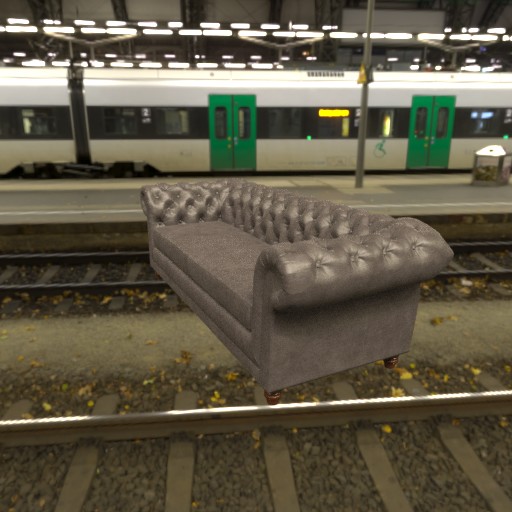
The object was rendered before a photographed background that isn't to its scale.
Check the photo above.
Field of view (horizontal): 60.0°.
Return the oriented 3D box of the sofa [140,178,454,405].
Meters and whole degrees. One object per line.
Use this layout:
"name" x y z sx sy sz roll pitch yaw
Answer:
"sofa" 0.000 0.000 2.879 0.944 0.783 2.385 -8 18 -26
